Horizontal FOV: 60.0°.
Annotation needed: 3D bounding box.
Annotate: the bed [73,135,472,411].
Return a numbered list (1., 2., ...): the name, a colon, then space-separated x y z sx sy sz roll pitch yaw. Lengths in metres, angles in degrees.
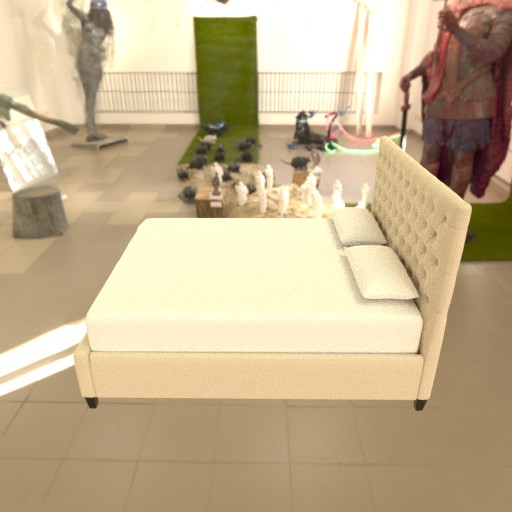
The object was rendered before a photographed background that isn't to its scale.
1. bed: 0.000 0.000 3.297 2.233 1.426 1.696 0 27 0
